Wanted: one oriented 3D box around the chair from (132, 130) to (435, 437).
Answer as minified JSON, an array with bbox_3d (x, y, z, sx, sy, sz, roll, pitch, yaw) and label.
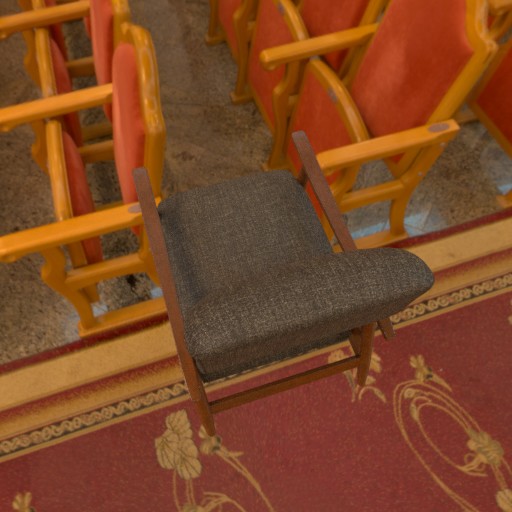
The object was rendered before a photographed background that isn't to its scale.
[{"bbox_3d":[0.000,0.000,1.720,0.762,1.082,1.014,-15,60,-9],"label":"chair"}]
